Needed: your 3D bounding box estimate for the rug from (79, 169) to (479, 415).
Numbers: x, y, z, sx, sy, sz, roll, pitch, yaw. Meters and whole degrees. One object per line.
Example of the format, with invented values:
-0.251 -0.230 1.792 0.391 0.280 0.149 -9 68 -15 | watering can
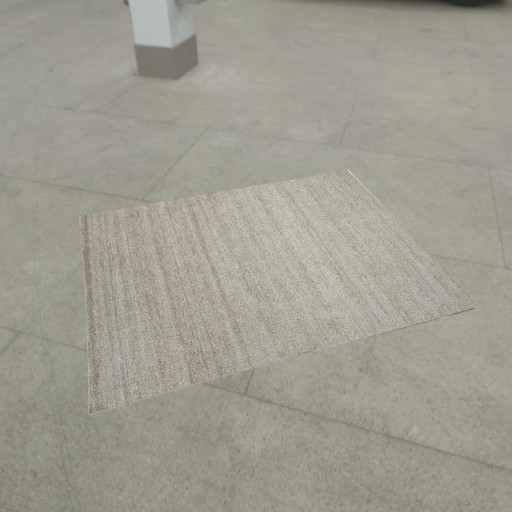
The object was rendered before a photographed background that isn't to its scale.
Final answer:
0.000 0.000 4.243 3.202 0.045 2.434 -12 42 -13 | rug
